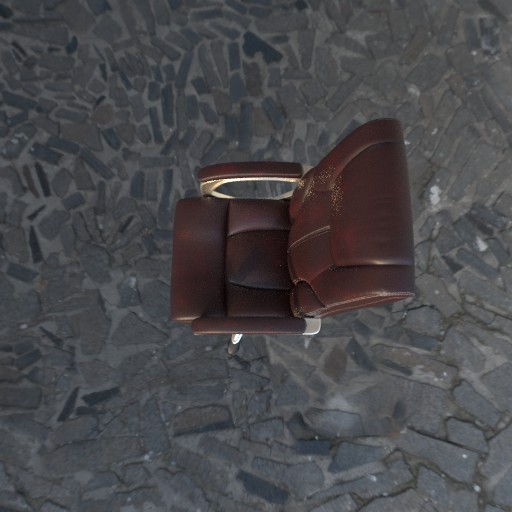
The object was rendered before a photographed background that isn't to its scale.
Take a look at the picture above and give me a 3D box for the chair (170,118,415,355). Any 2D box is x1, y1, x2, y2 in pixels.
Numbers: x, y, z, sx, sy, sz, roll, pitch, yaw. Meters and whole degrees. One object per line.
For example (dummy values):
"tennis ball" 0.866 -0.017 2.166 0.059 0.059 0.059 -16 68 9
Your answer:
"chair" 0.000 0.000 1.572 0.739 1.107 0.662 0 76 0
